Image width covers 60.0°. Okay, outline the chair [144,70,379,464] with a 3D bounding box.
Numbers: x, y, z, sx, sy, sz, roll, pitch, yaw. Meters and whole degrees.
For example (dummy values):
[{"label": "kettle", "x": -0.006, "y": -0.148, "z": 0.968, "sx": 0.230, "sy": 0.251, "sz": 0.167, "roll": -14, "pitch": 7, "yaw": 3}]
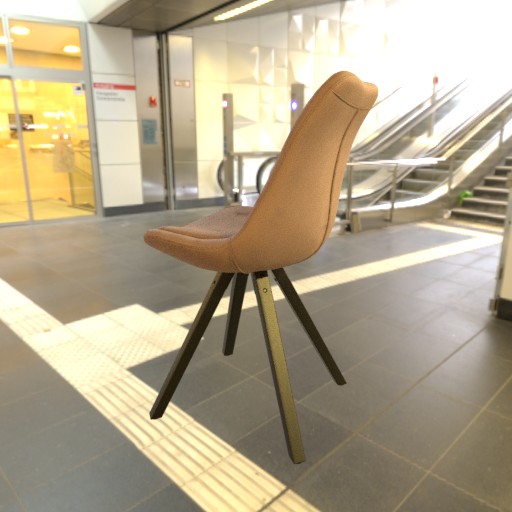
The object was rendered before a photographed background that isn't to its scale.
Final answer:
[{"label": "chair", "x": 0.000, "y": 0.000, "z": 1.185, "sx": 0.547, "sy": 0.865, "sz": 0.483, "roll": 7, "pitch": 17, "yaw": 25}]
